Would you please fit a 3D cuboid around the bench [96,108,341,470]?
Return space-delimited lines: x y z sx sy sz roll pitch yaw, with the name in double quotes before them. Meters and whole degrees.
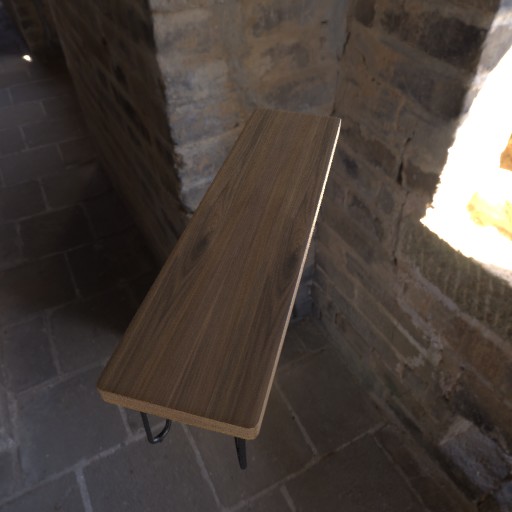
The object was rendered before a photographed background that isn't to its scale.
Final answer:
"bench" 0.000 0.000 1.766 0.425 0.462 1.570 11 46 11
